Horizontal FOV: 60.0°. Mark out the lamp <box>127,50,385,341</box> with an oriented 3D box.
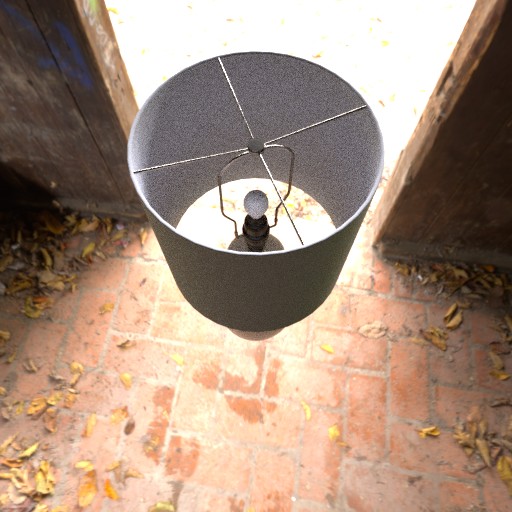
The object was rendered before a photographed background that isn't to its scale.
[{"bbox_3d":[0.000,0.000,0.579,0.217,0.453,0.217,-18,66,-8],"label":"lamp"}]
